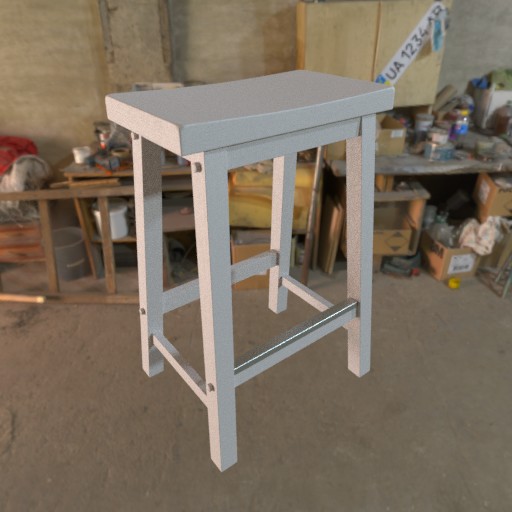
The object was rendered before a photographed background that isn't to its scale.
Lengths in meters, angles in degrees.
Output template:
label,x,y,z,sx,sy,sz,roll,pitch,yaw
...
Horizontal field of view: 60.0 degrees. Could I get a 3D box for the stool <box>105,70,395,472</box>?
label,x,y,z,sx,sy,sz,roll,pitch,yaw
stool,0.000,0.000,0.855,0.406,0.610,0.322,-22,37,-32
